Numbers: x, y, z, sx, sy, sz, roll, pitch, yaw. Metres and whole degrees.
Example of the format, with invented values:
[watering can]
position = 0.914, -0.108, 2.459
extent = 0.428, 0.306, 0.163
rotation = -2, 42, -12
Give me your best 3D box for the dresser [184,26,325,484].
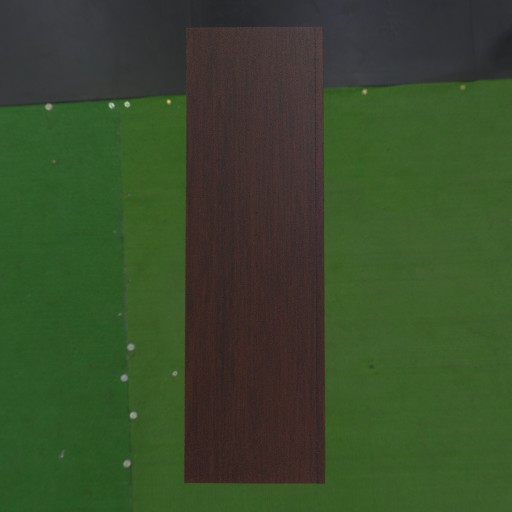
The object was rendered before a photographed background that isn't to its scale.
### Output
[dresser]
position = 0.000, 0.000, 2.047
extent = 0.499, 0.971, 1.609
rotation = 0, 88, 1
